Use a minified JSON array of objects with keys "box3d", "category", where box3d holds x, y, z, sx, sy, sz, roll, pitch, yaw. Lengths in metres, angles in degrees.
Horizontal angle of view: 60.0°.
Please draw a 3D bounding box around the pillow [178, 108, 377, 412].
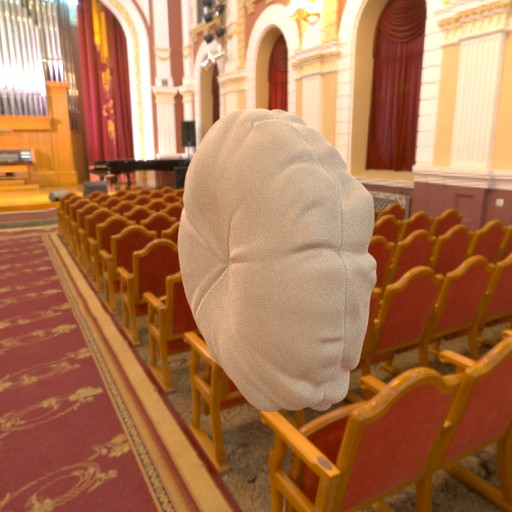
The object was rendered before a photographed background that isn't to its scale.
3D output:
[{"box3d":[0.000,0.000,0.643,0.148,0.407,0.428,-7,15,-27],"category":"pillow"}]
